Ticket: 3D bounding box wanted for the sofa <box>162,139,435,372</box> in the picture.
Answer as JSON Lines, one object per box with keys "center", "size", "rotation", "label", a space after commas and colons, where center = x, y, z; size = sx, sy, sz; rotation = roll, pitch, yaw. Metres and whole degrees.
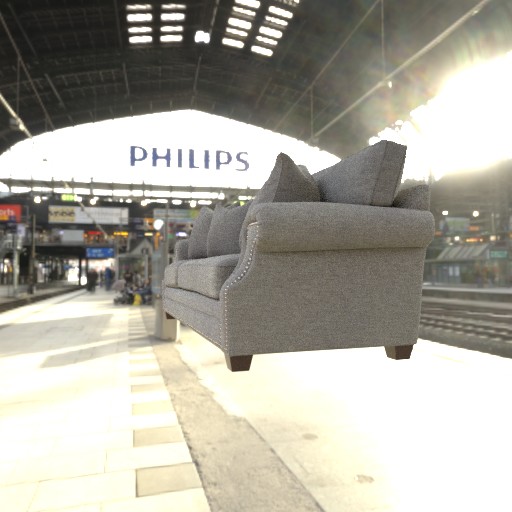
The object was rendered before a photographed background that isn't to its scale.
{"center": [0.000, 0.000, 2.844], "size": [0.965, 0.975, 2.312], "rotation": [1, -2, -18], "label": "sofa"}
